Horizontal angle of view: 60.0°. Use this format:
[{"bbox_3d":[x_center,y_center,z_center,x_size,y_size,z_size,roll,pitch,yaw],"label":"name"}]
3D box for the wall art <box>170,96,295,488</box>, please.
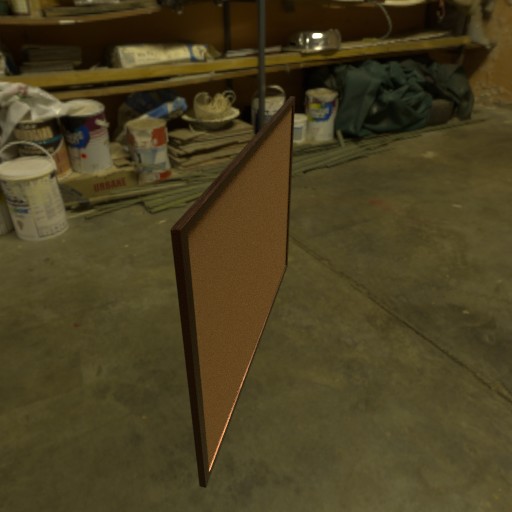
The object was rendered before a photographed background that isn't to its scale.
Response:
[{"bbox_3d":[0.000,0.000,1.043,0.014,0.559,0.816,8,32,12],"label":"wall art"}]
